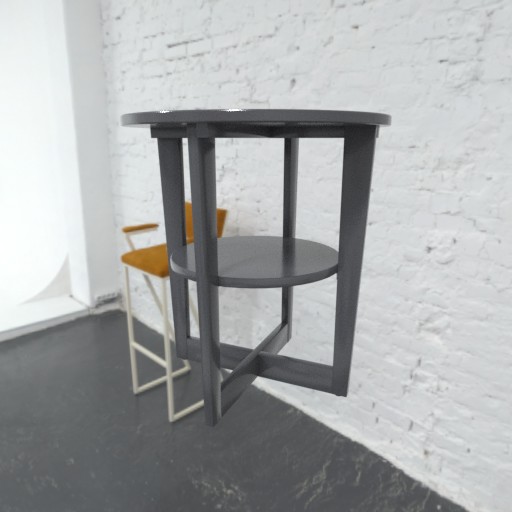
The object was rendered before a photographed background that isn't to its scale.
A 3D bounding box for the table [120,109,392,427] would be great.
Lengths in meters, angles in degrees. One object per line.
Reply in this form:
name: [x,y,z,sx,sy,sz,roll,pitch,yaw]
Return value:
table: [0.000,0.000,0.921,0.500,0.550,0.500,0,15,0]
